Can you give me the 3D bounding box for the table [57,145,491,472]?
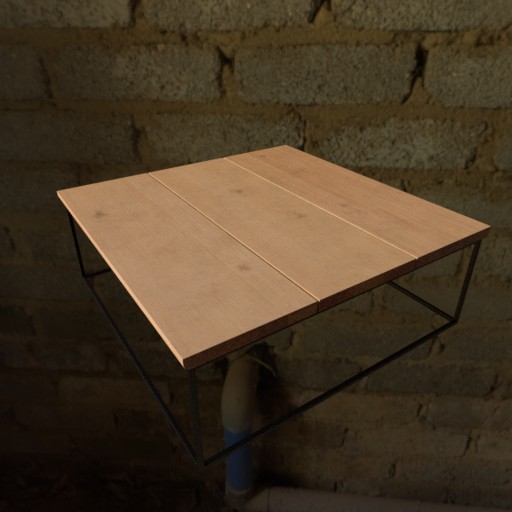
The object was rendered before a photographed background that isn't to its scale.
[{"bbox_3d":[0.000,0.000,1.669,1.100,0.400,1.100,-19,35,-29],"label":"table"}]
